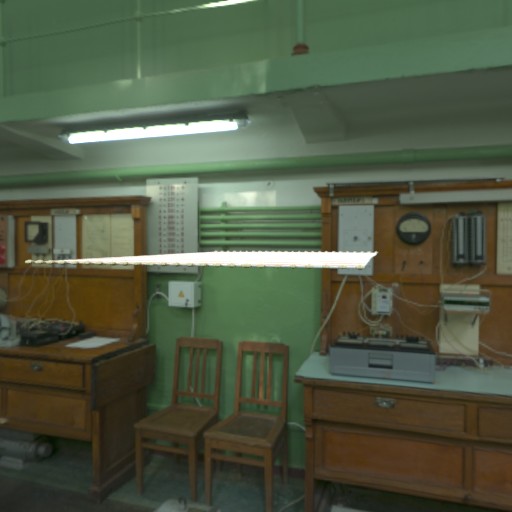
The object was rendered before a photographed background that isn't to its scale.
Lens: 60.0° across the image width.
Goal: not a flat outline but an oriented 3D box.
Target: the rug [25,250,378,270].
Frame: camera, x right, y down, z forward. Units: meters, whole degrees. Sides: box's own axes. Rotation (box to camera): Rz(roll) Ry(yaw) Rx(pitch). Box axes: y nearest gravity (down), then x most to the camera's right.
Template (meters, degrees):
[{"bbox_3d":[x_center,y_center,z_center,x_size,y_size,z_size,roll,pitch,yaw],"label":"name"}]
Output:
[{"bbox_3d":[0.000,0.000,3.018,1.556,0.022,2.433,1,2,17],"label":"rug"}]
